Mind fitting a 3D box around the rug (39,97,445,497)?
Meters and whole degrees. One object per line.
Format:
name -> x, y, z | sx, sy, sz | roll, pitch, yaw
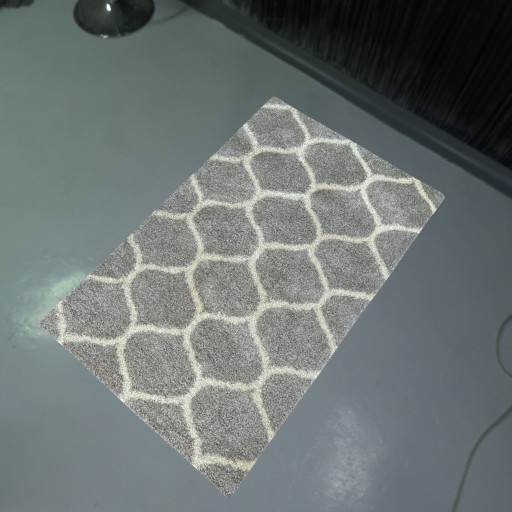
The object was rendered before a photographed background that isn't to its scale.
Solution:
rug -> 0.000, 0.000, 2.874 | 1.501, 0.025, 2.348 | 35, 69, 16
